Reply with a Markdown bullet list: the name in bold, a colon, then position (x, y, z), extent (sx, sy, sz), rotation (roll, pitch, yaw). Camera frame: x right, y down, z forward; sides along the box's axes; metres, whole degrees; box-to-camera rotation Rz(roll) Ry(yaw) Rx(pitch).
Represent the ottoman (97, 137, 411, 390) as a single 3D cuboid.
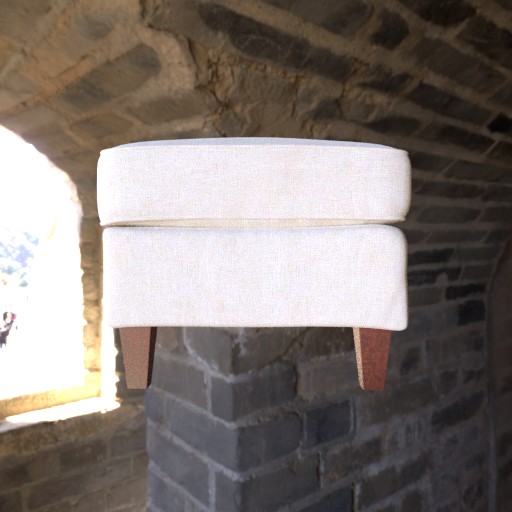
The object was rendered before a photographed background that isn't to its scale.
- **ottoman**: position (0.000, 0.000, 1.211), extent (0.583, 0.484, 0.862), rotation (0, 1, 0)
